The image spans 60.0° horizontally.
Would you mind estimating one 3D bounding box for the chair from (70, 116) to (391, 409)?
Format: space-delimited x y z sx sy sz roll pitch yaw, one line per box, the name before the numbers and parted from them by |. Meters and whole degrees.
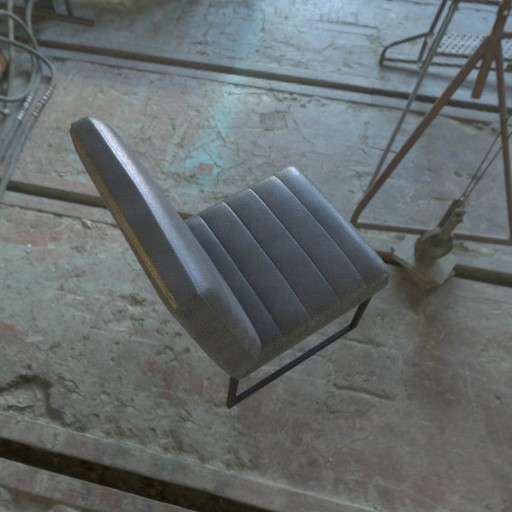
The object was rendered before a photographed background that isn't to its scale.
chair | 0.000 0.000 1.282 0.634 0.930 0.520 -29 63 -16
